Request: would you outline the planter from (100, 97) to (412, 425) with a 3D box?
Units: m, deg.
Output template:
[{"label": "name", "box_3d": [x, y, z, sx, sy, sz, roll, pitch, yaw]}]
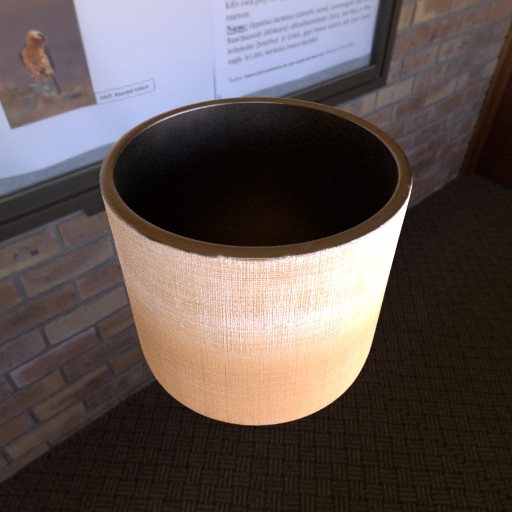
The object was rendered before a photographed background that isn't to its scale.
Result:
[{"label": "planter", "box_3d": [0.000, 0.000, 0.436, 0.254, 0.221, 0.254, 0, 42, 0]}]
